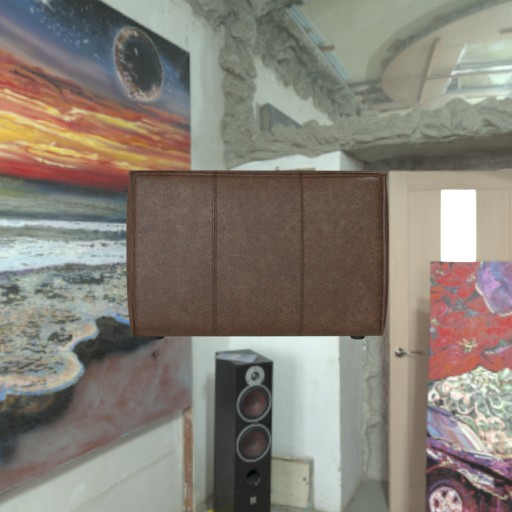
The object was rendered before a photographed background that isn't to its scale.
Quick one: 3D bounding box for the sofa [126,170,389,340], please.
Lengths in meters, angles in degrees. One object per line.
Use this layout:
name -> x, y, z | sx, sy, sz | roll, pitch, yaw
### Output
sofa -> 0.000, 0.000, 3.021 | 1.102, 0.701, 2.581 | 0, 0, 0
